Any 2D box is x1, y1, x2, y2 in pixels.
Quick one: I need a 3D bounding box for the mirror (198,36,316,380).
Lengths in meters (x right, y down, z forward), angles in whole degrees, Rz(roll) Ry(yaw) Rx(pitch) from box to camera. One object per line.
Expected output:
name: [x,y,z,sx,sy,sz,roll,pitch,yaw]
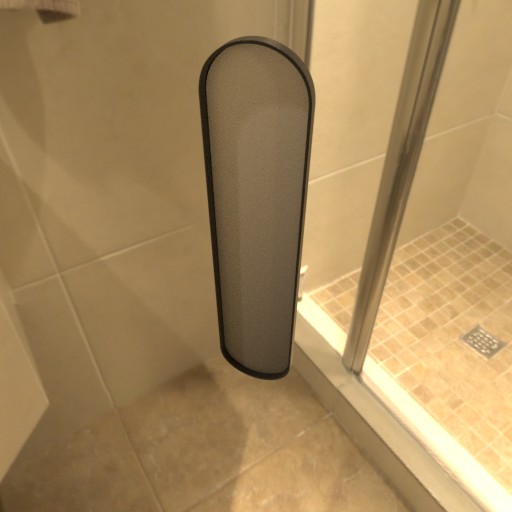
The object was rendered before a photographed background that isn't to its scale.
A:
mirror: [0.000,0.000,1.084,0.222,0.991,0.032,13,43,15]
